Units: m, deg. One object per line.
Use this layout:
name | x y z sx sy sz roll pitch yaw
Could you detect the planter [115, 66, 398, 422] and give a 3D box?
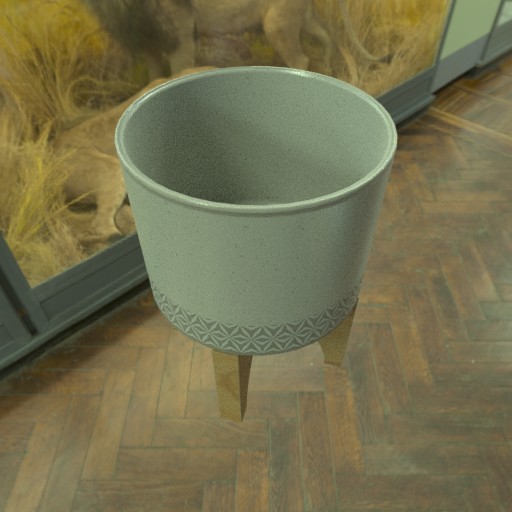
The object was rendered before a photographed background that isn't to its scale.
planter | 0.000 0.000 0.270 0.130 0.178 0.130 0 45 0
